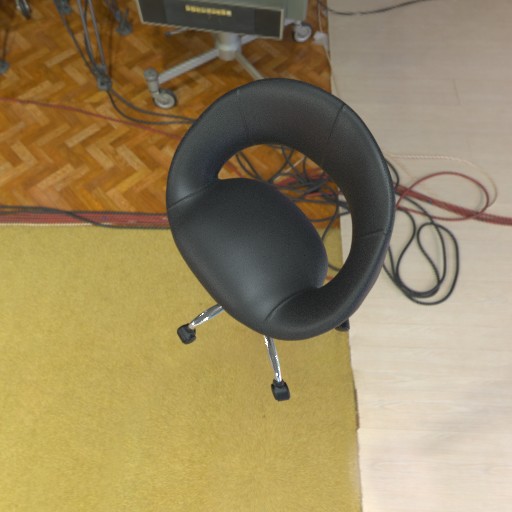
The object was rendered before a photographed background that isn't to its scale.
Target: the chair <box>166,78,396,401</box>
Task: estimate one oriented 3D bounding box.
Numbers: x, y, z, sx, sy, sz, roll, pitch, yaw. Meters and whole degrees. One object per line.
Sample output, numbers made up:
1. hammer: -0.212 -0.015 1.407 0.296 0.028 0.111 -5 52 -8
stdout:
1. chair: 0.000 0.000 1.162 0.538 0.791 0.612 -35 69 -16
